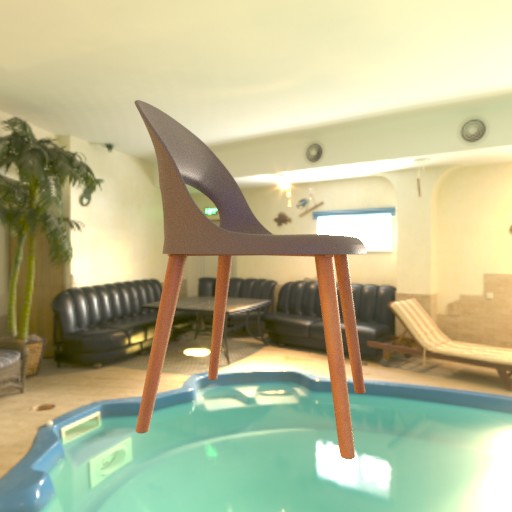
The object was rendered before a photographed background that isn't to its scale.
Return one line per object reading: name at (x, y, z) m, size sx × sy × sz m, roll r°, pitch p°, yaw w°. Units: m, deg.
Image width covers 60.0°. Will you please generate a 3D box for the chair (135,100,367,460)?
chair at (0.000, 0.000, 1.144) m, size 0.556 × 0.795 × 0.470 m, roll 0°, pitch 1°, yaw 17°
